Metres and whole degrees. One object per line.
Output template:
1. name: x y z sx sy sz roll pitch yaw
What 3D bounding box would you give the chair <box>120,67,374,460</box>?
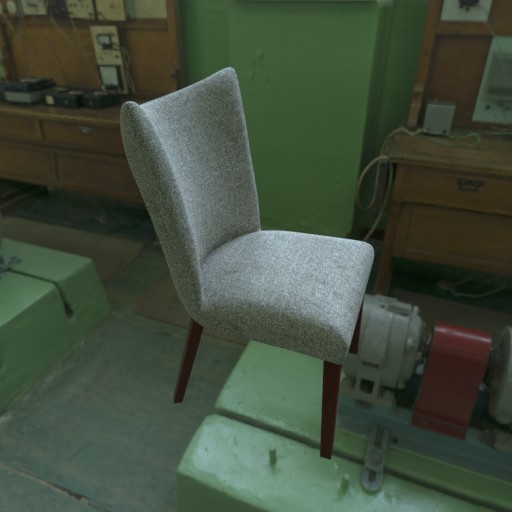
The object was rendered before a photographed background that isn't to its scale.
1. chair: 0.000 0.000 1.268 0.623 0.924 0.535 11 33 17
